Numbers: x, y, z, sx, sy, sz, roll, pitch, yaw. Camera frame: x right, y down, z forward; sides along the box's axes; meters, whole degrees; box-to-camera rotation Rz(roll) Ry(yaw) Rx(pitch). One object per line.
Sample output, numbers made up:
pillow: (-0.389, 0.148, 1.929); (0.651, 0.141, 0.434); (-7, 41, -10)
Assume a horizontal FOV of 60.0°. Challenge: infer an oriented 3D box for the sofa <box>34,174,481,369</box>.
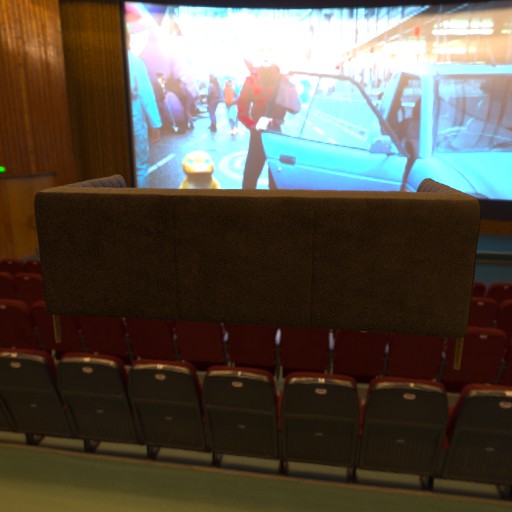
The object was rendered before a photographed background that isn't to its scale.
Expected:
sofa: (0.000, 0.000, 2.346); (1.980, 0.780, 0.876); (2, 15, 8)
